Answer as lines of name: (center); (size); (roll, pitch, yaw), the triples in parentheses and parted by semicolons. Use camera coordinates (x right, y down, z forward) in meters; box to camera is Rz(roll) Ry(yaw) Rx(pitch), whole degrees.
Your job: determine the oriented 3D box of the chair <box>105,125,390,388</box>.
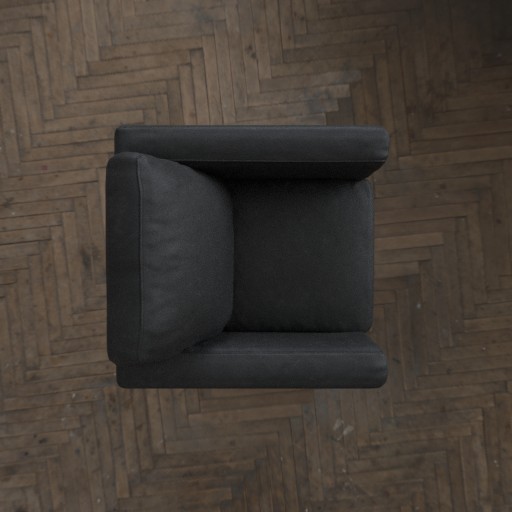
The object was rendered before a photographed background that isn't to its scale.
chair: (0.000, 0.000, 1.595); (0.879, 0.898, 0.831); (0, 91, 0)
